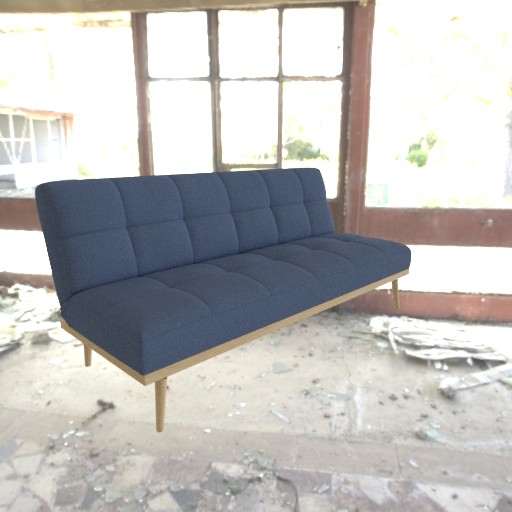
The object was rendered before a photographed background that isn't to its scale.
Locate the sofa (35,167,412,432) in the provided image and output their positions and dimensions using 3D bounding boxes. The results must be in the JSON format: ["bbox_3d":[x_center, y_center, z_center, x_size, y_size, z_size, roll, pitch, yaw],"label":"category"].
[{"bbox_3d":[0.000,0.000,2.214,1.800,0.800,0.796,-14,19,-43],"label":"sofa"}]
